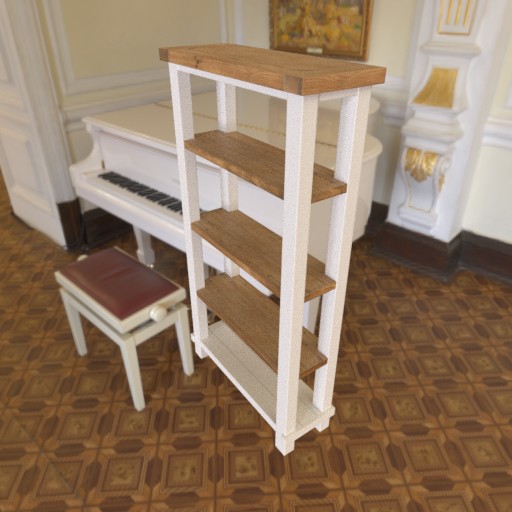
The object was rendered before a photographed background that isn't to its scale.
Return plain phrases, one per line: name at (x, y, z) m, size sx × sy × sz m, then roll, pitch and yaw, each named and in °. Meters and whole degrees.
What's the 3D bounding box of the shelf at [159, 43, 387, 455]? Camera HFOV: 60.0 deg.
shelf at (0.000, 0.000, 2.270) m, size 0.381 × 1.878 × 1.022 m, roll -20°, pitch 36°, yaw -30°
